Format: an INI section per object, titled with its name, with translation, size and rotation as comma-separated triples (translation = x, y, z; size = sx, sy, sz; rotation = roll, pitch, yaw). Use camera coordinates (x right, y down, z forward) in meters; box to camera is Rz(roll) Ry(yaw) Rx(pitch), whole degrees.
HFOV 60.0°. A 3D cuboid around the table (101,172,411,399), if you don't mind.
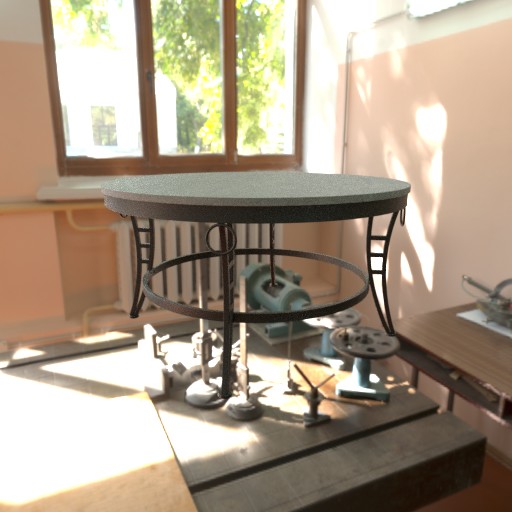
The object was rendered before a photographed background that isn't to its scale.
[table]
translation = 0.000, 0.000, 1.399
size = 0.889, 0.470, 0.889
rotation = 0, 14, 0
